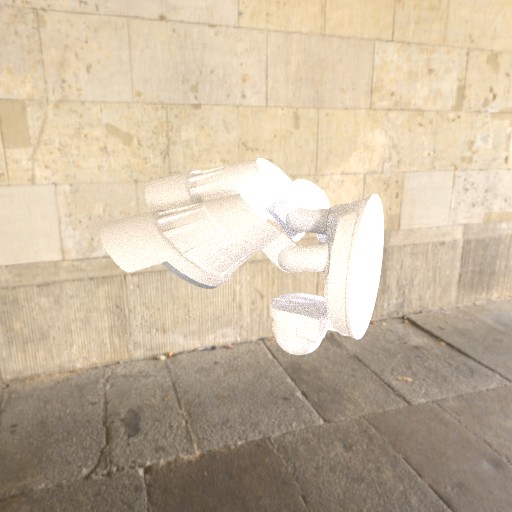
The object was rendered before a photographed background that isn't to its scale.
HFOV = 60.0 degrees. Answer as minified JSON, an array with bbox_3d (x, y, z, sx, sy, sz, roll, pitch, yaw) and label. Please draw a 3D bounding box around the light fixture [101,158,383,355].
[{"bbox_3d":[0.000,0.000,0.551,0.278,0.237,0.369,7,17,25],"label":"light fixture"}]
